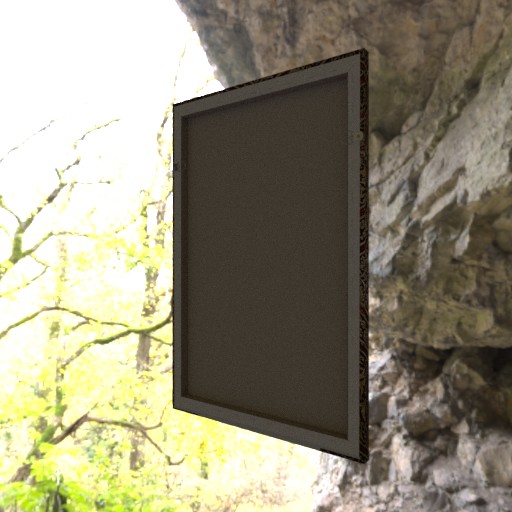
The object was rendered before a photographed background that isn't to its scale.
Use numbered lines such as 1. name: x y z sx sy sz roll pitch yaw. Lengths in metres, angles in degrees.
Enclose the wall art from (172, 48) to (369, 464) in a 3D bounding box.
1. wall art: 0.000 0.000 0.761 0.397 0.599 0.020 0 0 36
